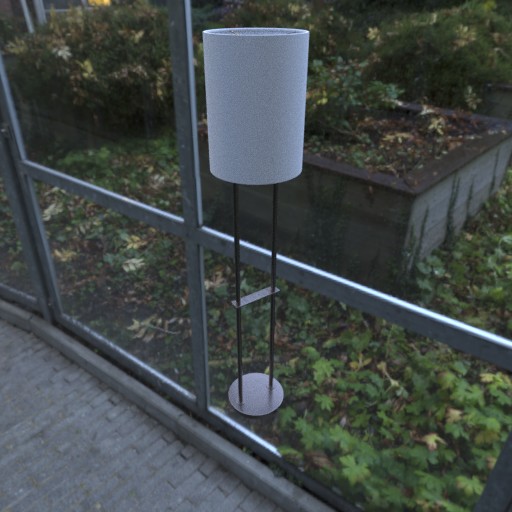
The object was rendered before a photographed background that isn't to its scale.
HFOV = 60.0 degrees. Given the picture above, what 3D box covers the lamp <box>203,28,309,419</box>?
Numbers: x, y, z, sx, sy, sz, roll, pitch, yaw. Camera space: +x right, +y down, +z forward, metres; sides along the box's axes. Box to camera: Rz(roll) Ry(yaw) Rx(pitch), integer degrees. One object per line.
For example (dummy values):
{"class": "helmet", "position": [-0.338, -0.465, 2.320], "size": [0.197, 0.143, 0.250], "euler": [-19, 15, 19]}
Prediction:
{"class": "lamp", "position": [0.000, 0.000, 1.655], "size": [0.306, 1.500, 0.305], "euler": [-19, 35, -29]}
